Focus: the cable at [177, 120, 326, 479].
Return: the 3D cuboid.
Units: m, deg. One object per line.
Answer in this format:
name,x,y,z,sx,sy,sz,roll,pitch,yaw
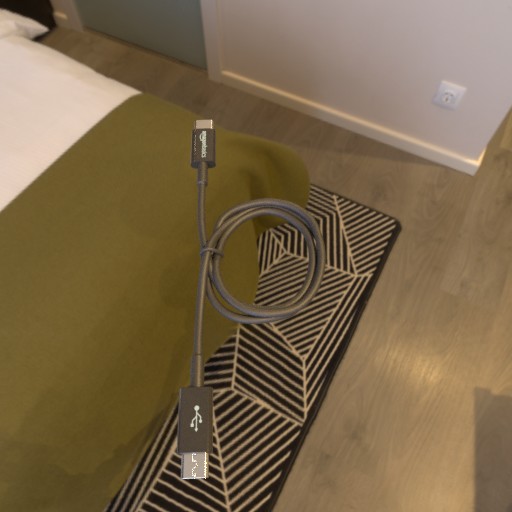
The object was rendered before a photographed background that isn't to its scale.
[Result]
cable,0.000,0.000,0.216,0.070,0.014,0.192,-2,60,-1
